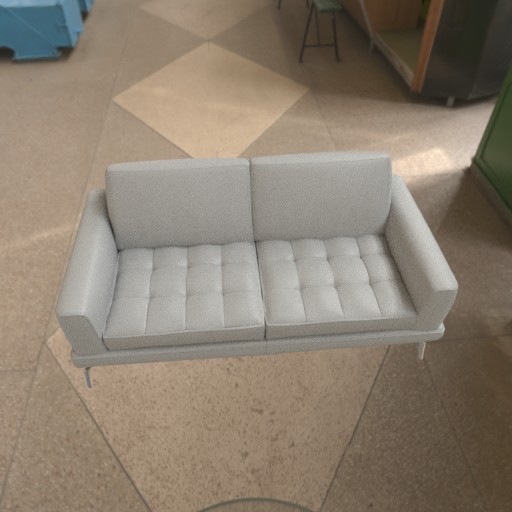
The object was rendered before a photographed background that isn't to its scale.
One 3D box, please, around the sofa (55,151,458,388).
[{"bbox_3d":[0.000,0.000,2.751,2.177,0.930,1.121,-3,46,-3],"label":"sofa"}]
